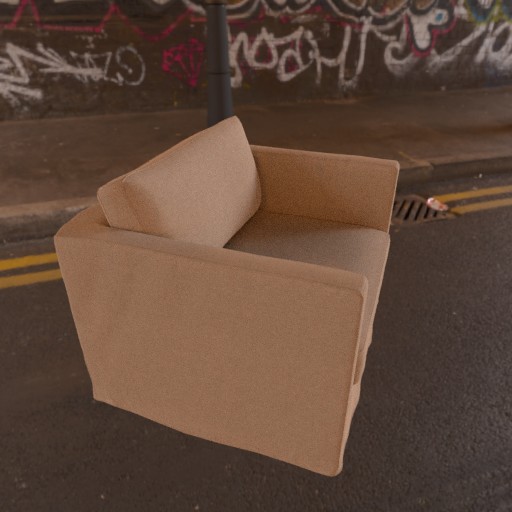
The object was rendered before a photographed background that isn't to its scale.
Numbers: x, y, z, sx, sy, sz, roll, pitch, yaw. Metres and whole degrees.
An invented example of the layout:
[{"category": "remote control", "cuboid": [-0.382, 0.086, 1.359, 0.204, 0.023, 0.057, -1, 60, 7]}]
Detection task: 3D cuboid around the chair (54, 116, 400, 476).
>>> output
[{"category": "chair", "cuboid": [0.000, 0.000, 1.714, 0.949, 0.867, 1.057, 11, 32, 17]}]
